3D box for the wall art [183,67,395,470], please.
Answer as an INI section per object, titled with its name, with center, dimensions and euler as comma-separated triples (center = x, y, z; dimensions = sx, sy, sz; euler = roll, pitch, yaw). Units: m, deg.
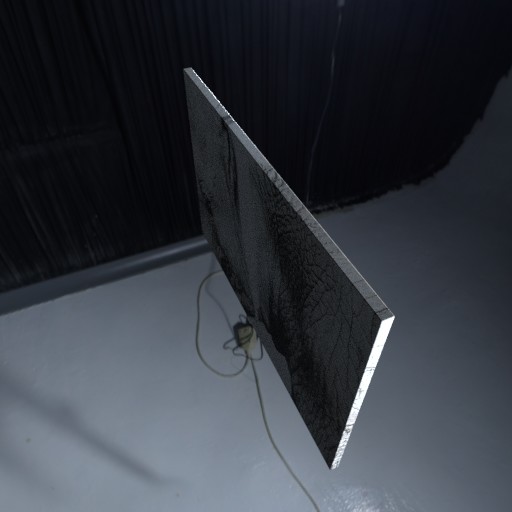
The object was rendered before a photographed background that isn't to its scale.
[wall art]
center = 0.000, 0.000, 1.135
dimensions = 0.023, 0.607, 0.914
euler = -18, 49, -17
